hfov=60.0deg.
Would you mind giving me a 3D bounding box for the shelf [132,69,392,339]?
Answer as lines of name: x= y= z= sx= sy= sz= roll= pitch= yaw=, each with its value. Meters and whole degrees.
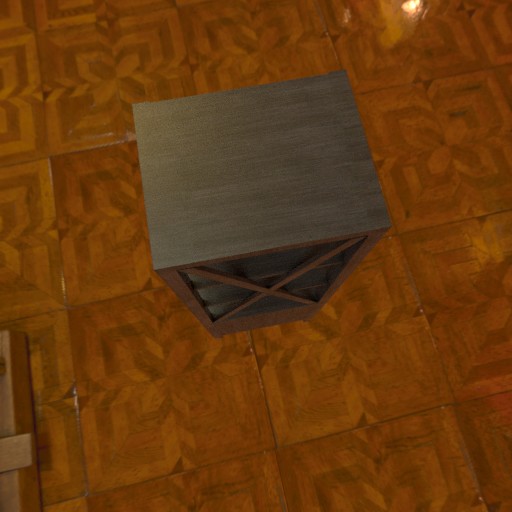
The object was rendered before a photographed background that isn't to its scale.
shelf: x=0.000 y=0.000 z=1.957 sx=0.584 sy=1.727 sz=0.472 roll=-10 pitch=74 yaw=-3
